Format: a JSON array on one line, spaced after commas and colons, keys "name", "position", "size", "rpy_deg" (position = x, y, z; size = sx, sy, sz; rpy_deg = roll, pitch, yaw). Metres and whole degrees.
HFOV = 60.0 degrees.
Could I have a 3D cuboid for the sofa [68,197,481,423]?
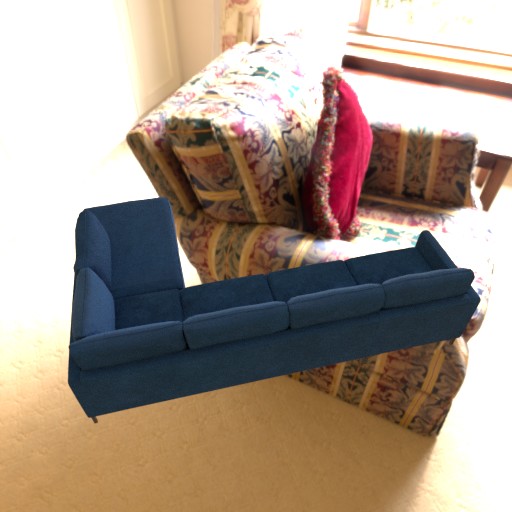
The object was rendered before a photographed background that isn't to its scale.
[{"name": "sofa", "position": [0.000, 0.000, 3.201], "size": [2.486, 0.687, 1.707], "rpy_deg": [-10, 46, -10]}]
